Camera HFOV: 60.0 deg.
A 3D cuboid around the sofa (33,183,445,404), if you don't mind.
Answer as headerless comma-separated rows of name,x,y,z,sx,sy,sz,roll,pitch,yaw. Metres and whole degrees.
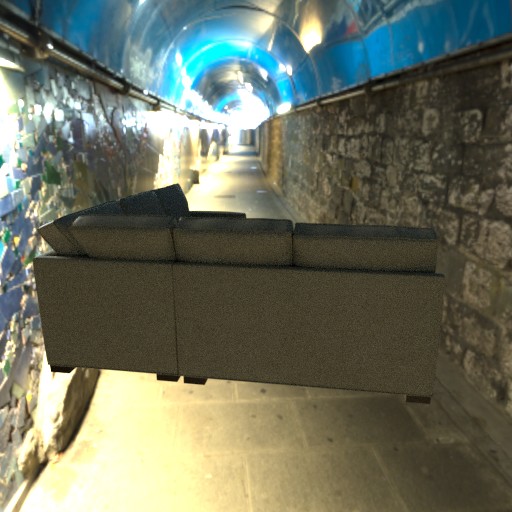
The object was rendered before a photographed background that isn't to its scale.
sofa,0.000,0.000,3.377,2.188,0.936,2.211,2,15,8
